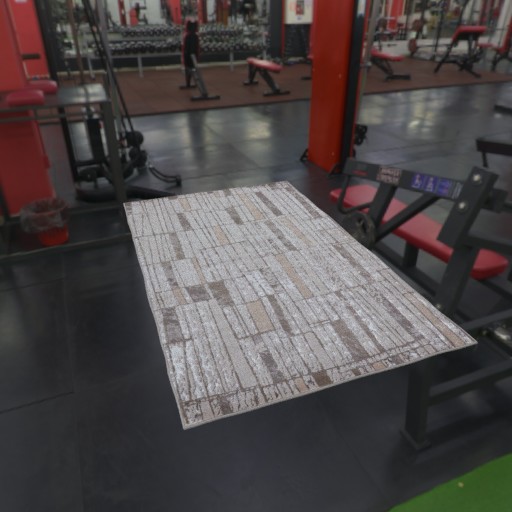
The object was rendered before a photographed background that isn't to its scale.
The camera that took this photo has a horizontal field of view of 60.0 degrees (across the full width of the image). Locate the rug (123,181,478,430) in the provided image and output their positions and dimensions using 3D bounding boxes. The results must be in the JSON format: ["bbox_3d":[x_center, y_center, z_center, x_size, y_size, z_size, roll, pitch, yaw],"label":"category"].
[{"bbox_3d":[0.000,0.000,3.027,1.531,0.023,2.444,-11,32,-17],"label":"rug"}]
